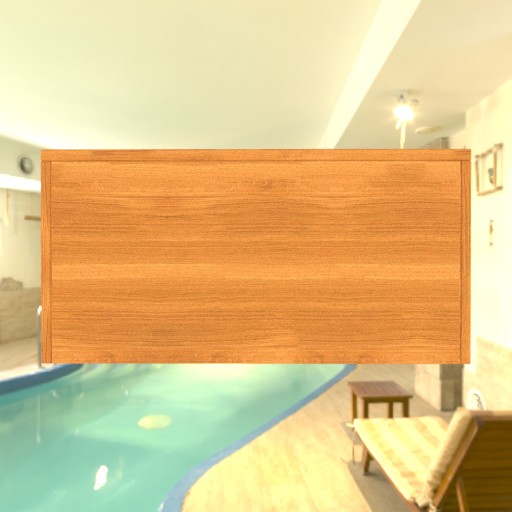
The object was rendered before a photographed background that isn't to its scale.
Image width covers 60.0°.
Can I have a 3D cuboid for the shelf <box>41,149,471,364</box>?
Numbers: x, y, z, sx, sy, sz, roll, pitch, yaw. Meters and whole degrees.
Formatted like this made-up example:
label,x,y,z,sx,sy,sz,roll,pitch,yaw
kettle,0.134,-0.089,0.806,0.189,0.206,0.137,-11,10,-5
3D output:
label,x,y,z,sx,sy,sz,roll,pitch,yaw
shelf,0.000,0.000,1.023,0.800,0.400,0.400,0,0,0
